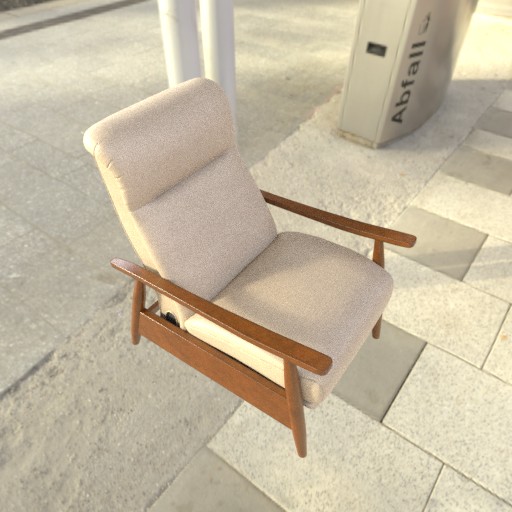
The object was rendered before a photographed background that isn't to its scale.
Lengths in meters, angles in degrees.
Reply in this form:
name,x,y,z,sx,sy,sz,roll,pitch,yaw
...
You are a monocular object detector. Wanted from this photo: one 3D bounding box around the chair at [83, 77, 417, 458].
name,x,y,z,sx,sy,sz,roll,pitch,yaw
chair,0.000,0.000,1.793,1.030,1.082,0.762,25,48,25
